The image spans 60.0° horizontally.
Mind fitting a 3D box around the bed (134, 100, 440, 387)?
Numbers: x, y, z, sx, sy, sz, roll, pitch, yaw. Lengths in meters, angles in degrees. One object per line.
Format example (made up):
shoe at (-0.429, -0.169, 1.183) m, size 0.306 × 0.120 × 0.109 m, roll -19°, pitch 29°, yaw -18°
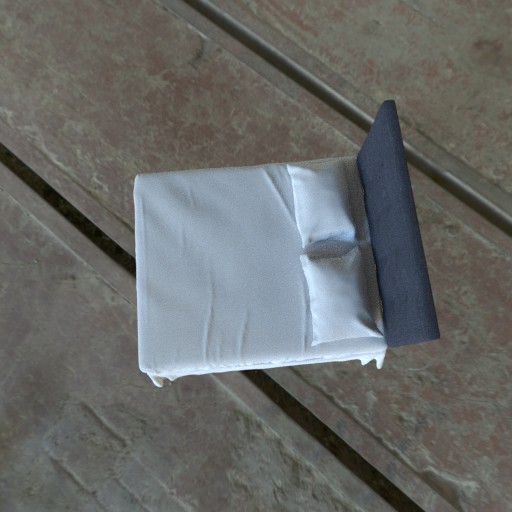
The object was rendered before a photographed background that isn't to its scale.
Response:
bed at (0.000, 0.000, 3.542) m, size 2.222 × 1.577 × 1.936 m, roll -5°, pitch 75°, yaw -1°
